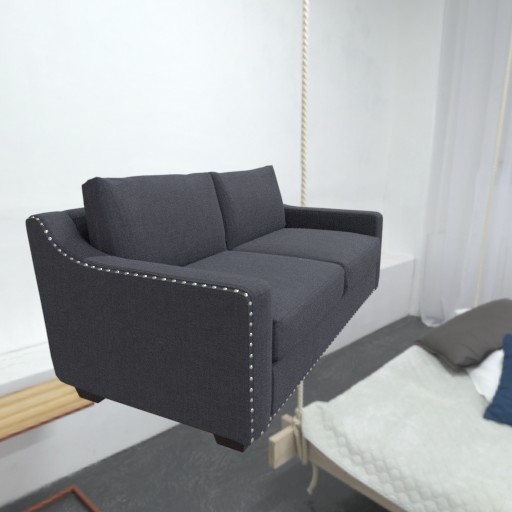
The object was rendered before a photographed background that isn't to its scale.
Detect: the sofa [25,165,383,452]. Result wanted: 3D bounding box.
[{"bbox_3d":[0.000,0.000,3.133,1.336,1.196,2.550,7,15,26],"label":"sofa"}]
